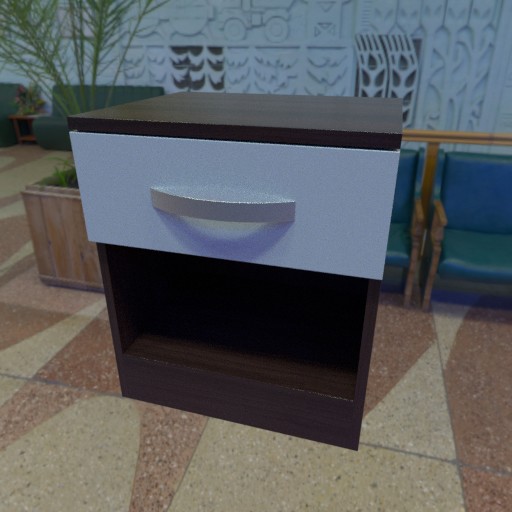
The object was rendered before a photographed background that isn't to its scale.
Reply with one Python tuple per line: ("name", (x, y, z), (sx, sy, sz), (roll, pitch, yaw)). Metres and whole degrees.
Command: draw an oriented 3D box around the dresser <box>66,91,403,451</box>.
("dresser", (0.000, 0.000, 0.733), (0.400, 0.470, 0.360), (7, 27, 15))
